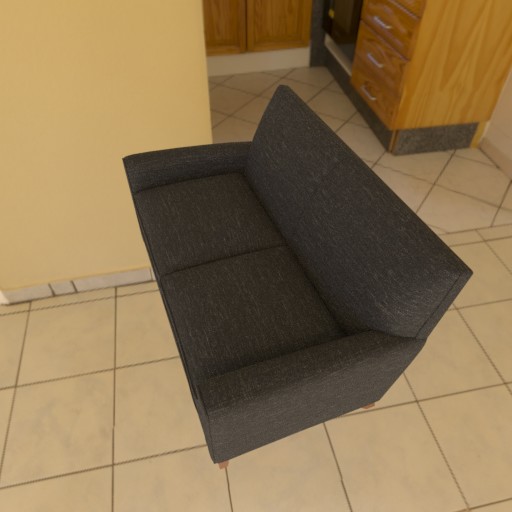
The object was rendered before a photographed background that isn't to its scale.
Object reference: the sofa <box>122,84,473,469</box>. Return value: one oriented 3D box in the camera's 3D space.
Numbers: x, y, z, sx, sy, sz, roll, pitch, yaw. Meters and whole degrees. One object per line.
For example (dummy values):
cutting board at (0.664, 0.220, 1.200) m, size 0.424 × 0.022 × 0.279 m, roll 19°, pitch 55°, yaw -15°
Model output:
sofa at (0.000, 0.000, 1.937) m, size 0.875 × 0.846 × 1.420 m, roll -16°, pitch 48°, yaw -15°
